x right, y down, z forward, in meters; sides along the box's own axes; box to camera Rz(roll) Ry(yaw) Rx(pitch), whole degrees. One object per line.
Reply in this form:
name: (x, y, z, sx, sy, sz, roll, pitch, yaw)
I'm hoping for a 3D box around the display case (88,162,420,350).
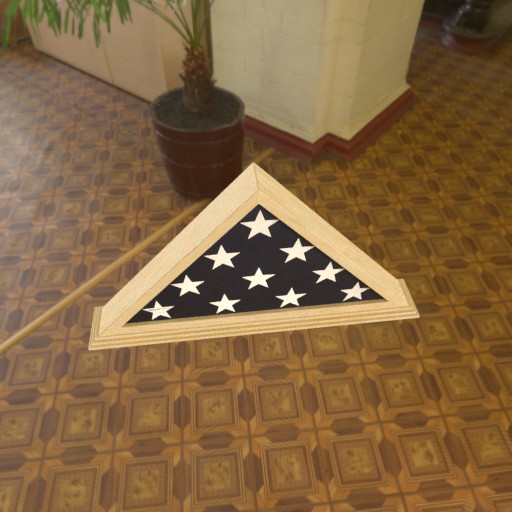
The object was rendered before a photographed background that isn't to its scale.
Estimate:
display case: (0.000, 0.000, 0.761, 0.640, 0.340, 0.095, -5, 48, -4)
